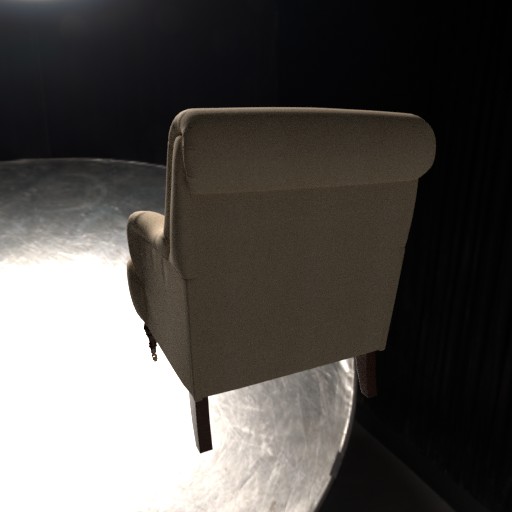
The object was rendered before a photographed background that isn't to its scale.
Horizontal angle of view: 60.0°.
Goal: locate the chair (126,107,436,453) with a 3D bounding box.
[{"bbox_3d":[0.000,0.000,1.530,0.766,0.944,0.842,-8,17,-26],"label":"chair"}]
